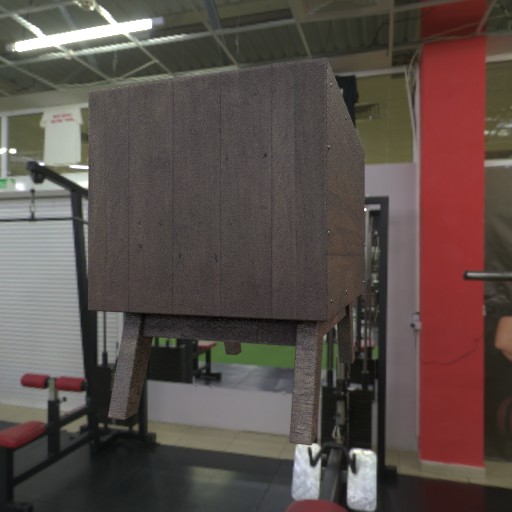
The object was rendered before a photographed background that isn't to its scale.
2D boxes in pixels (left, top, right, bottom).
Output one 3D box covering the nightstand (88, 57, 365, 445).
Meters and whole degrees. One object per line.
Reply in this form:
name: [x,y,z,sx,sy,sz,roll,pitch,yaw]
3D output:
nightstand: [0.000,0.000,1.047,0.450,0.599,0.650,0,0,19]
